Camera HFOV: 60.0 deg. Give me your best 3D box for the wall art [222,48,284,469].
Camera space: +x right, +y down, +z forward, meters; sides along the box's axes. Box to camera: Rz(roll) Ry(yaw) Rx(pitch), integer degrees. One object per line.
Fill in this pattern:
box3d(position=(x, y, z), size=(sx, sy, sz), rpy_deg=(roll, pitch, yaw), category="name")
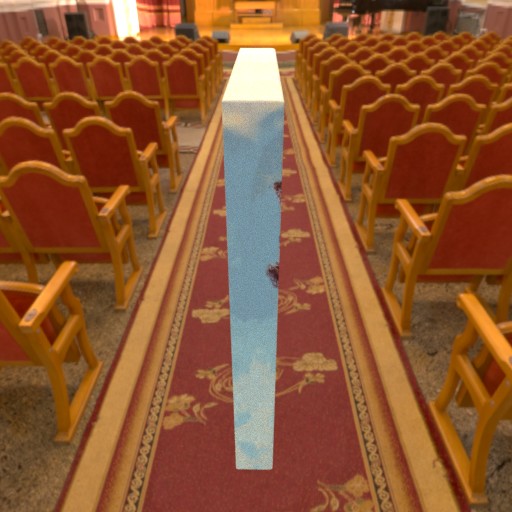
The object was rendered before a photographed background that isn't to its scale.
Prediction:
box3d(position=(0.000, 0.000, 0.478), size=(0.039, 0.380, 0.251), rpy_deg=(0, 32, 1), category="wall art")
